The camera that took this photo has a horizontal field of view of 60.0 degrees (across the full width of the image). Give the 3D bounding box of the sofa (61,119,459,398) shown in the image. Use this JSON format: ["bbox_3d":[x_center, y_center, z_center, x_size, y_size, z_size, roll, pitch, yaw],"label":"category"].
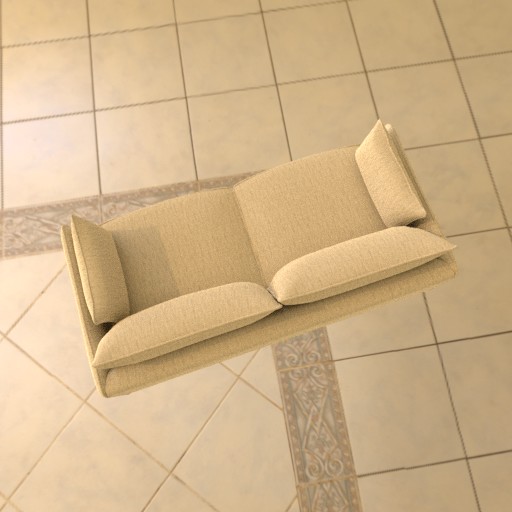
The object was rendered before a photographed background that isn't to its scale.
[{"bbox_3d":[0.000,0.000,2.536,1.989,0.860,0.991,-18,76,-5],"label":"sofa"}]
